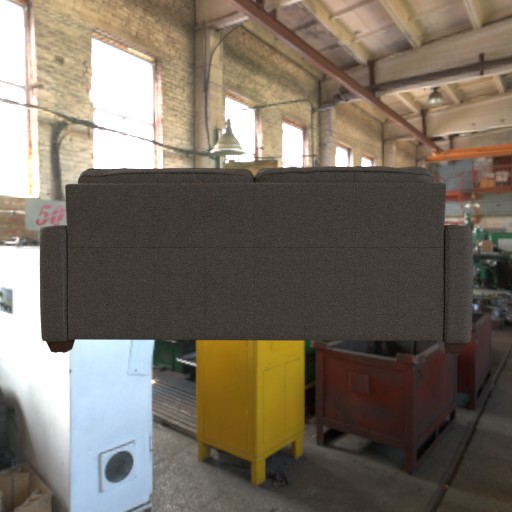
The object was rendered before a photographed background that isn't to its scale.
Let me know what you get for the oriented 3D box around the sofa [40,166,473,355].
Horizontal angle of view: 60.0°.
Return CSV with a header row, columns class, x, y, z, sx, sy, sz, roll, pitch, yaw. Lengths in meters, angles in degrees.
class,x,y,z,sx,sy,sz,roll,pitch,yaw
sofa,0.000,0.000,2.529,2.080,0.919,0.940,0,2,1
